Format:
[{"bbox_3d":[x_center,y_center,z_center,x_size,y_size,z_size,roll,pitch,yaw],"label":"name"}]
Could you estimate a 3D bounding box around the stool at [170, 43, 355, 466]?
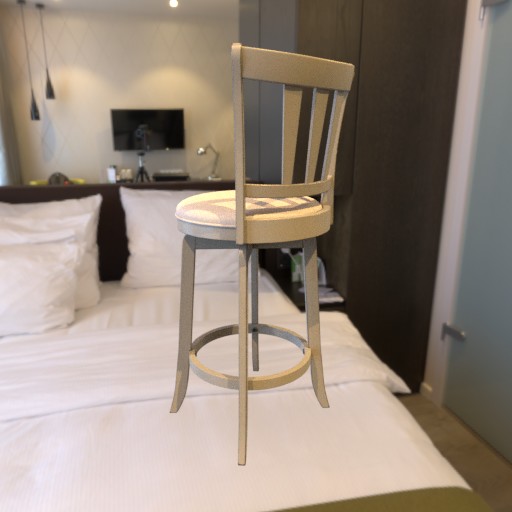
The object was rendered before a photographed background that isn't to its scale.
[{"bbox_3d":[0.000,0.000,1.288,0.436,1.042,0.475,-14,21,-42],"label":"stool"}]
